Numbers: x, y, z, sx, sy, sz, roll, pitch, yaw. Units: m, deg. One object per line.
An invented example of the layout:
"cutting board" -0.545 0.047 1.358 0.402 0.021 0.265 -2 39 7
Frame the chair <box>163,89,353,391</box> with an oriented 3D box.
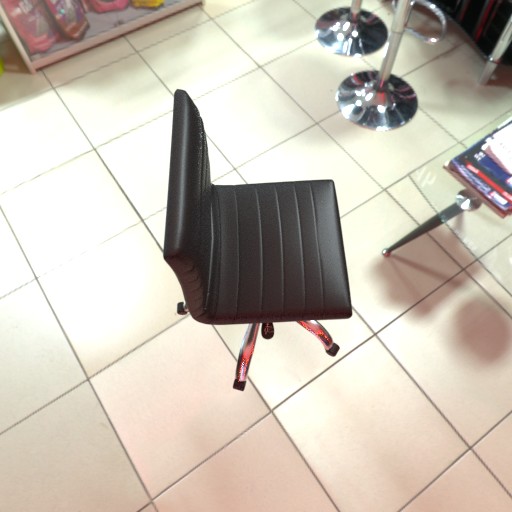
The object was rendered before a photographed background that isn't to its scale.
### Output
"chair" 0.000 0.000 1.159 0.530 0.780 0.556 -2 63 -1
